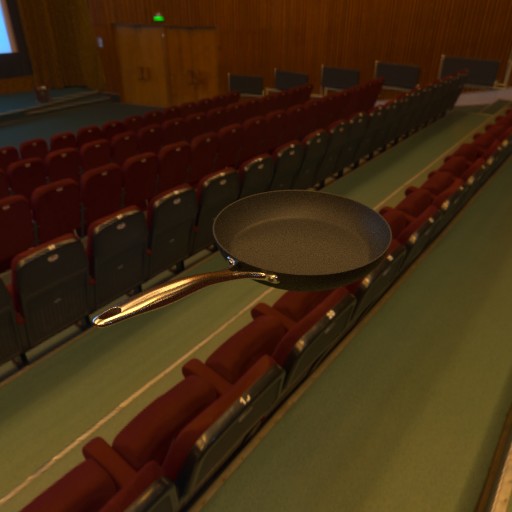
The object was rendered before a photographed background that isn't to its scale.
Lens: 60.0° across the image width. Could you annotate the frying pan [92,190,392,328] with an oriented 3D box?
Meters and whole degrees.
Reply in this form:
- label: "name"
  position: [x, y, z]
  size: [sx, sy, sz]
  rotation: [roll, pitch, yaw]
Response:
- label: "frying pan"
  position: [0.000, 0.000, 0.568]
  size: [0.255, 0.105, 0.472]
  rotation: [22, 38, 31]
